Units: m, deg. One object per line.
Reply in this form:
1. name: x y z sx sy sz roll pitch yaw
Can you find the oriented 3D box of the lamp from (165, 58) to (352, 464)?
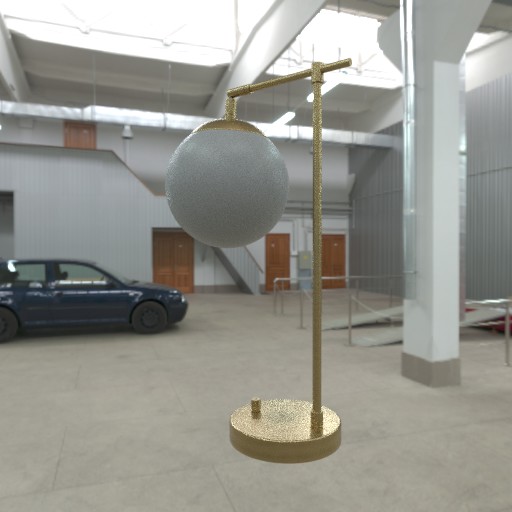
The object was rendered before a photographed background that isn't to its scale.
1. lamp: 0.000 0.000 0.712 0.324 0.559 0.207 0 1 36
